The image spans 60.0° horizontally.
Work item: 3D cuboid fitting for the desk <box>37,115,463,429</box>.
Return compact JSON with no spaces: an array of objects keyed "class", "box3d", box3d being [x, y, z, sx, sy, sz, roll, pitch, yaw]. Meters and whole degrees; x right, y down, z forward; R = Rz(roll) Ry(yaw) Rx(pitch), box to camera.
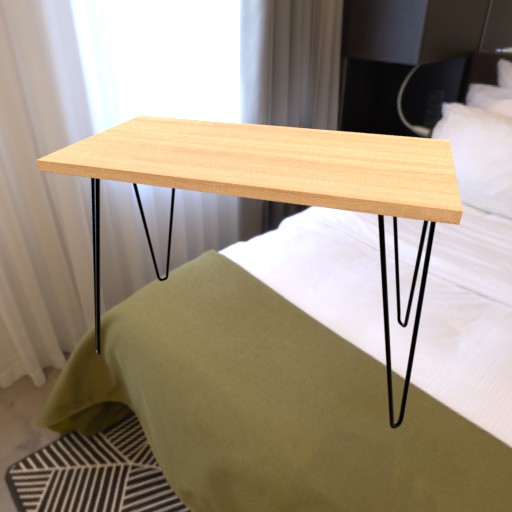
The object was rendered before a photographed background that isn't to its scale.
[{"class":"desk","box3d":[0.000,0.000,1.350,0.991,0.660,0.499,9,32,15]}]
